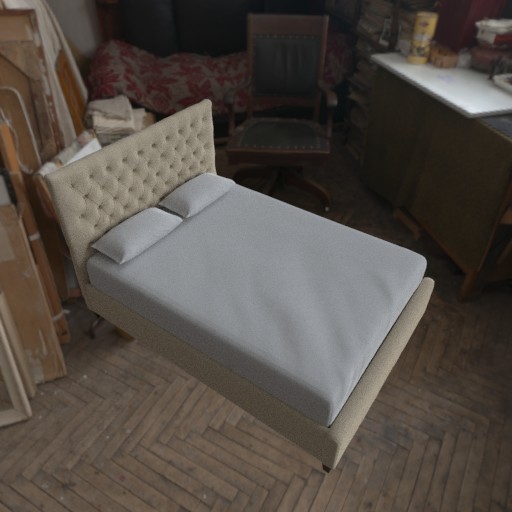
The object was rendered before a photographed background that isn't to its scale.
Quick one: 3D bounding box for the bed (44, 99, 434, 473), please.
[{"bbox_3d":[0.000,0.000,3.424,2.387,1.427,1.698,25,46,26],"label":"bed"}]
